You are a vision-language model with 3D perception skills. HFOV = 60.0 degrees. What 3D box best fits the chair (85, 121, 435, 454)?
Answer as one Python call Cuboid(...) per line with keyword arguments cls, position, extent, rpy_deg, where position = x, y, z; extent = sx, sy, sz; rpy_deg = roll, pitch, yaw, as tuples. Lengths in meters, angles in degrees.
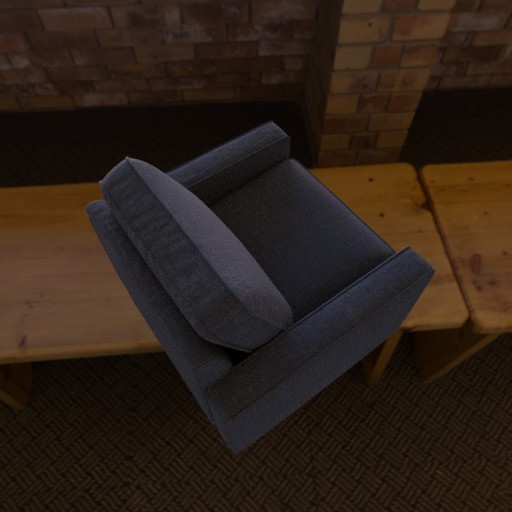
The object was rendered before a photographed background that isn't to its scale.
Cuboid(cls="chair", position=(0.000, 0.000, 1.762), extent=(0.940, 0.919, 1.017), rpy_deg=(-32, 63, -19))
